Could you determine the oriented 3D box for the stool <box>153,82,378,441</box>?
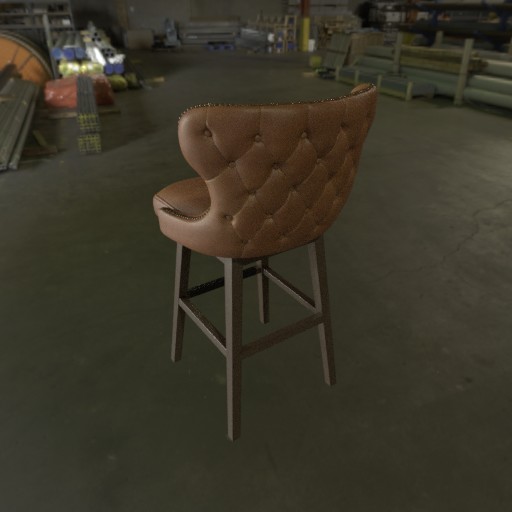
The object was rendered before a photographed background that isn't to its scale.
[{"bbox_3d":[0.000,0.000,1.467,0.591,1.087,0.606,-19,35,-29],"label":"stool"}]
